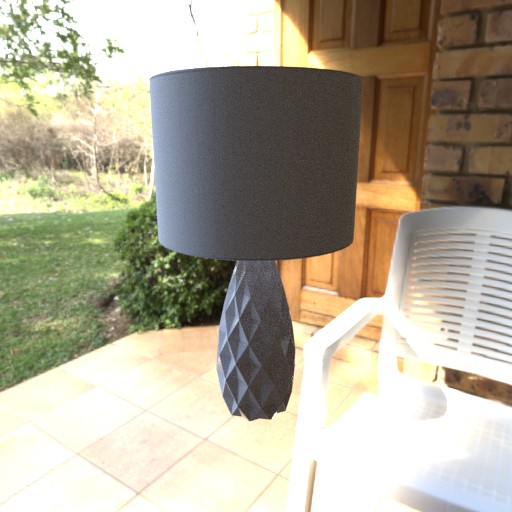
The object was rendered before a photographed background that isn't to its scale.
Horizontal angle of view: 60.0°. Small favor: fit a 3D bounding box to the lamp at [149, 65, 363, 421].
[{"bbox_3d":[0.000,0.000,0.697,0.297,0.522,0.297,0,15,0],"label":"lamp"}]
